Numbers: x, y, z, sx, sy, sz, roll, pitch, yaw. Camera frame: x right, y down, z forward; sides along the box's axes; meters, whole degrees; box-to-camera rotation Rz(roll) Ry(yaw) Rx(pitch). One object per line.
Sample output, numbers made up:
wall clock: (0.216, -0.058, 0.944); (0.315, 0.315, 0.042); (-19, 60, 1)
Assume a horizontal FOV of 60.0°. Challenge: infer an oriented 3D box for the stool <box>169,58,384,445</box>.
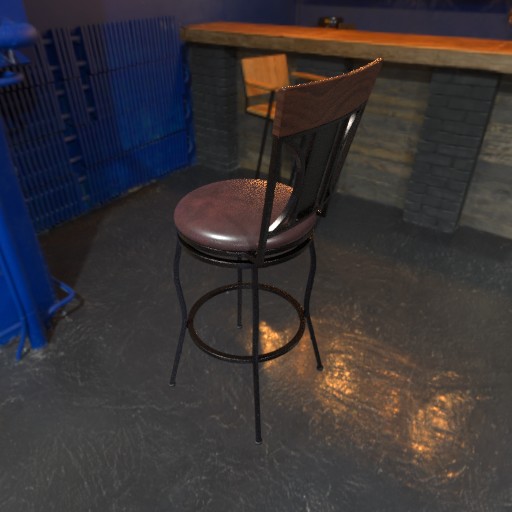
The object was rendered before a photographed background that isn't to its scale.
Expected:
stool: (0.000, 0.000, 1.384); (0.513, 1.130, 0.448); (22, 38, 30)
